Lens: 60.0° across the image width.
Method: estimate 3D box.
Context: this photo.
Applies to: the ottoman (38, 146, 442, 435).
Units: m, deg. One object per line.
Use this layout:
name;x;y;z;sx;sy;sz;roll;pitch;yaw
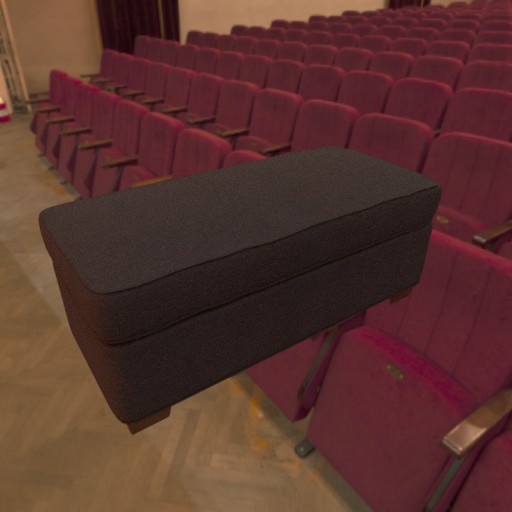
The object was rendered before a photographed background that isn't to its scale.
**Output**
ottoman;0.000;0.000;1.382;1.110;0.460;0.515;-19;35;-29
